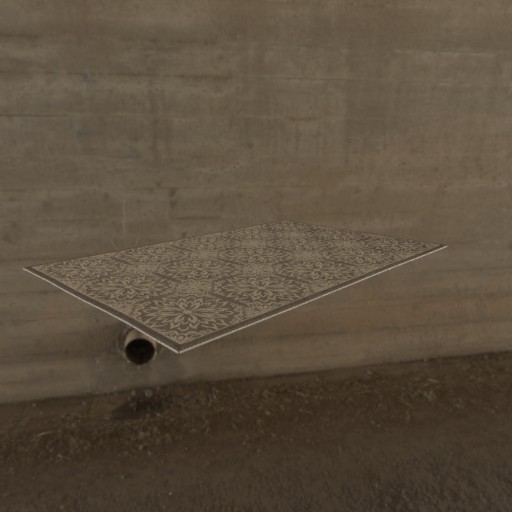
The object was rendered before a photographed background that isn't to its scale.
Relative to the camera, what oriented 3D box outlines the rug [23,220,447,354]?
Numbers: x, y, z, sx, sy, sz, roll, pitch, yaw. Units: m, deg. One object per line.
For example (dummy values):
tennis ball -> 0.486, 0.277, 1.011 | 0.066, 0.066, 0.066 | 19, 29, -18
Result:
rug -> 0.000, 0.000, 3.390 | 1.819, 0.018, 2.746 | 14, 20, 43
